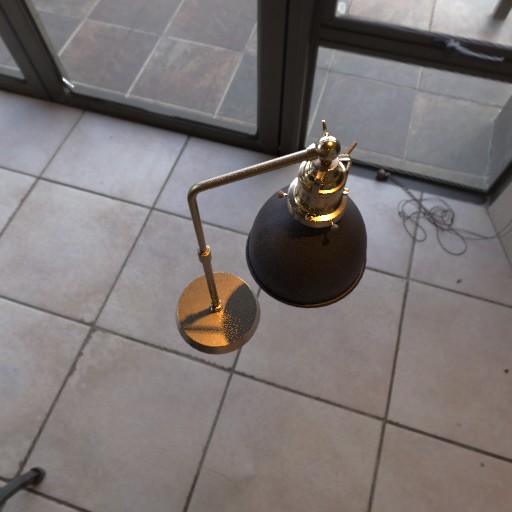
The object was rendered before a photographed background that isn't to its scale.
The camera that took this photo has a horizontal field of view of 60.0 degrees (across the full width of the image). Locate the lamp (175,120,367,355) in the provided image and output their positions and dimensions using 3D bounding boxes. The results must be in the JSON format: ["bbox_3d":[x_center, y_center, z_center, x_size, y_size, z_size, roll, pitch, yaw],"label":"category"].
[{"bbox_3d":[0.000,0.000,0.596,0.291,0.456,0.160,-1,64,0],"label":"lamp"}]
